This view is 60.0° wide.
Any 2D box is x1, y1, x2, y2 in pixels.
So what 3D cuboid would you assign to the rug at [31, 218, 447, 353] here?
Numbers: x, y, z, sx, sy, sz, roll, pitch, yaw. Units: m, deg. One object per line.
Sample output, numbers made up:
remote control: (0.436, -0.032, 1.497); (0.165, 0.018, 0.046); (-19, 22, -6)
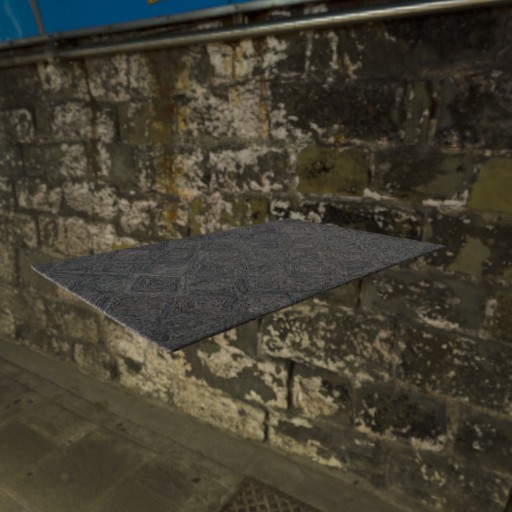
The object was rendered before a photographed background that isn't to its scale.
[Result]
rug: (0.000, 0.000, 2.198); (1.752, 0.013, 1.158); (-14, 21, -42)
